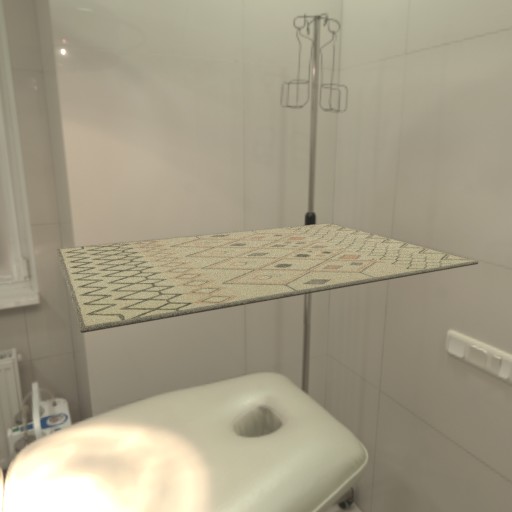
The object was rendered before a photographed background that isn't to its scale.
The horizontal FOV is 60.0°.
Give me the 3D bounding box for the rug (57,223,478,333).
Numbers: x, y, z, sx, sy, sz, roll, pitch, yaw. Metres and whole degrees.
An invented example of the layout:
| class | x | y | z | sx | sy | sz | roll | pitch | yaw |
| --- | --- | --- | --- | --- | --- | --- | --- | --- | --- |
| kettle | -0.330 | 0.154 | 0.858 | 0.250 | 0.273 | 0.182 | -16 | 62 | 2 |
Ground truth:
| class | x | y | z | sx | sy | sz | roll | pitch | yaw |
| --- | --- | --- | --- | --- | --- | --- | --- | --- | --- |
| rug | 0.000 | 0.000 | 2.297 | 1.829 | 0.016 | 1.219 | -7 | 16 | -26 |
